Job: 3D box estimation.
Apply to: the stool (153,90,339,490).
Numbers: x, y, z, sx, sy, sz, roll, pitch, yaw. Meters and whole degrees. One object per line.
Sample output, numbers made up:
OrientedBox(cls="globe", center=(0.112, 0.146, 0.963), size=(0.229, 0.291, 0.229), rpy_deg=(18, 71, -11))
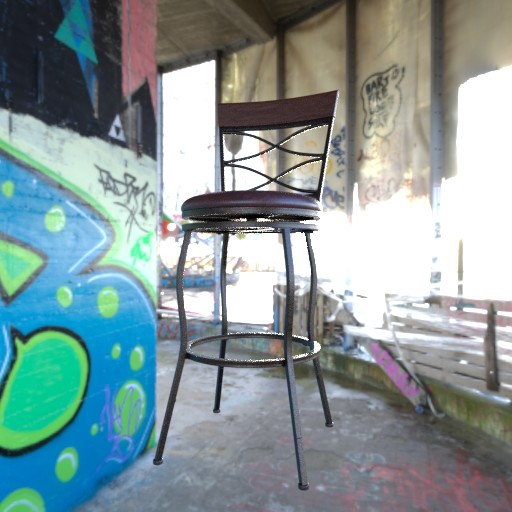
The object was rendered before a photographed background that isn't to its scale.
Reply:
OrientedBox(cls="stool", center=(0.000, 0.000, 1.374), size=(0.448, 1.130, 0.513), rpy_deg=(0, 1, 18))
